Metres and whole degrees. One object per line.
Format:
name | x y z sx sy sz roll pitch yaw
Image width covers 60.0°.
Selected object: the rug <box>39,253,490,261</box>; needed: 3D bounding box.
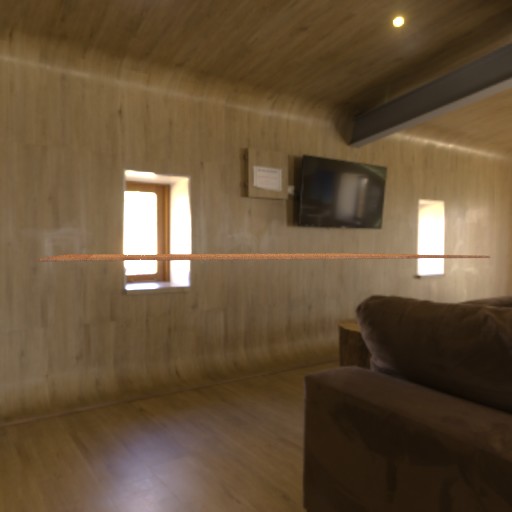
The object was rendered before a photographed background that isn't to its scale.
rug | 0.000 0.000 2.971 2.438 0.014 1.524 0 1 -19
